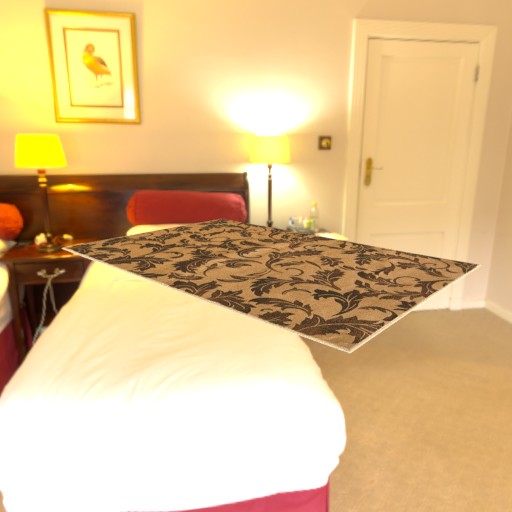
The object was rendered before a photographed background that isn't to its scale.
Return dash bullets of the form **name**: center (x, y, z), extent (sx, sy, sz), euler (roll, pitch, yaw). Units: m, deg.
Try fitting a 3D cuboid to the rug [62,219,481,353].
- **rug**: center (0.000, 0.000, 2.871), extent (2.284, 0.008, 1.522), euler (13, 20, 41)
